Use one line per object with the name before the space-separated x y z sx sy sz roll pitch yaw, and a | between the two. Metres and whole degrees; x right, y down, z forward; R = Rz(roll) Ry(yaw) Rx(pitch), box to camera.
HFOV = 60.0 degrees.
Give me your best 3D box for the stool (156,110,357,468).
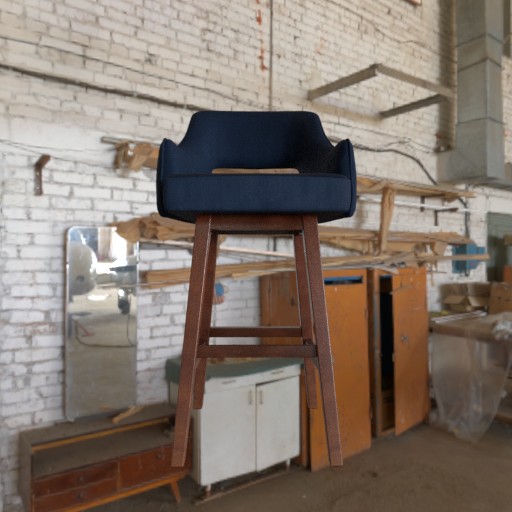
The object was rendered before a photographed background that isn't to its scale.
stool | 0.000 0.000 1.343 0.550 1.041 0.560 0 0 -1
